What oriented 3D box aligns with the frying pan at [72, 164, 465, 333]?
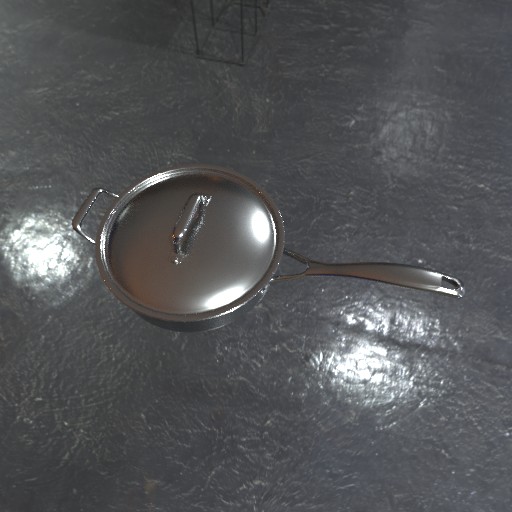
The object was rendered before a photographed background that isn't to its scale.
[{"bbox_3d":[0.000,0.000,0.575,0.492,0.111,0.245,15,60,9],"label":"frying pan"}]
